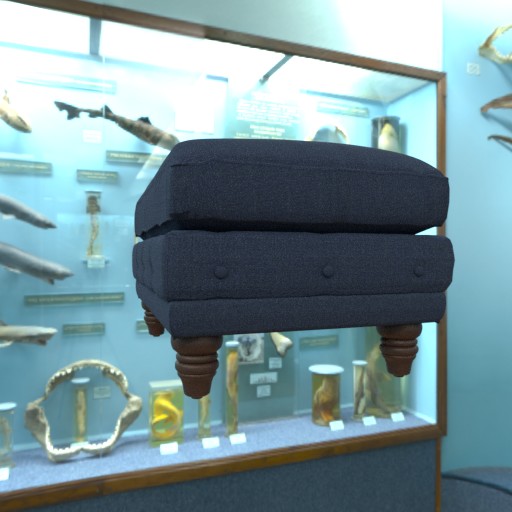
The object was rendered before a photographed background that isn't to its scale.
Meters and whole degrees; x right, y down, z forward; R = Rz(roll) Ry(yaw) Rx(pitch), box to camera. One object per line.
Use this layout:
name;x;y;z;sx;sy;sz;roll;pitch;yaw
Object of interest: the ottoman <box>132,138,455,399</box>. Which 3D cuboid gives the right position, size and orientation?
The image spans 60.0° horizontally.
ottoman;0.000;0.000;1.115;0.558;0.486;0.767;0;0;-19
